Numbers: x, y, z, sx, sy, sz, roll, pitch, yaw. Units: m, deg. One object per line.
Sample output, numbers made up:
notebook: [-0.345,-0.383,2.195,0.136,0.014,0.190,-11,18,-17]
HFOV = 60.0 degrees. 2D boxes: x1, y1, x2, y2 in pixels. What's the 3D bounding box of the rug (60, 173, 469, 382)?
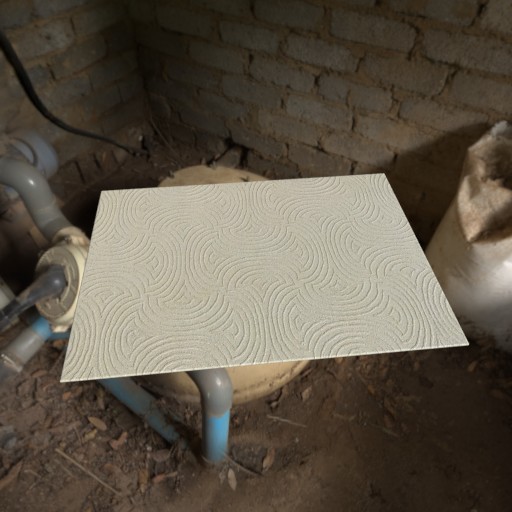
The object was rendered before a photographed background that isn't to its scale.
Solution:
rug: [0.000,0.000,2.813,2.132,0.015,1.526,-4,47,-4]
